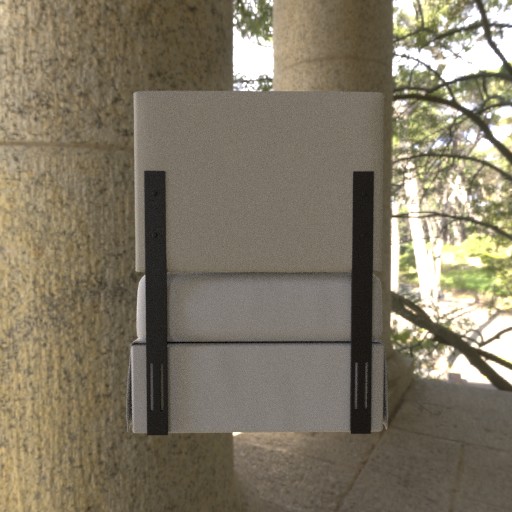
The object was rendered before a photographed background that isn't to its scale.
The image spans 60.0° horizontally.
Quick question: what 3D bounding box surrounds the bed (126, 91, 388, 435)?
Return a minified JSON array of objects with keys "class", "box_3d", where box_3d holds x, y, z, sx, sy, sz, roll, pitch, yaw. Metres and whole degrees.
[{"class":"bed","box_3d":[0.000,0.000,2.997,1.261,1.571,1.997,0,3,-1]}]
